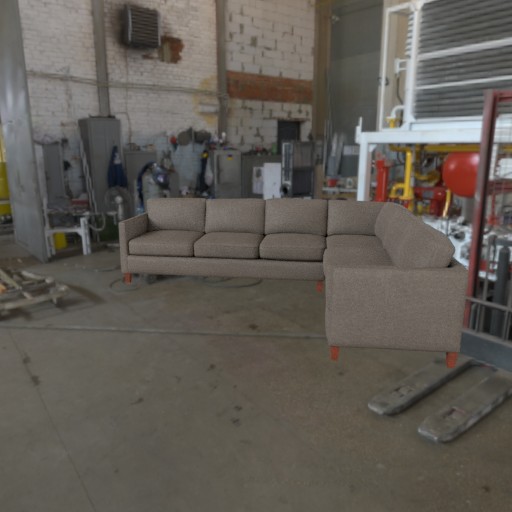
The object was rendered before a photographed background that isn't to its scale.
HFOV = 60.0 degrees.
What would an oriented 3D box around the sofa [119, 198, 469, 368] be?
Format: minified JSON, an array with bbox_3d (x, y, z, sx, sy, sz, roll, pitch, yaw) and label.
[{"bbox_3d":[0.000,0.000,4.471,3.302,0.947,2.593,2,14,8],"label":"sofa"}]
